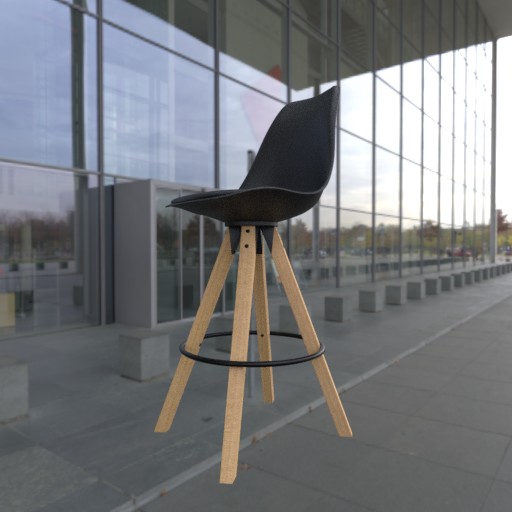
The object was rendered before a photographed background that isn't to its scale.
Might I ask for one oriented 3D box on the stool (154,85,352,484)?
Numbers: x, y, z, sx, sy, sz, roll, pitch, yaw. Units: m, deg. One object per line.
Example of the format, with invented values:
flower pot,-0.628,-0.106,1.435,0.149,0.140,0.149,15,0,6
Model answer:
stool,0.000,0.000,1.396,0.550,1.115,0.485,-1,1,-37
